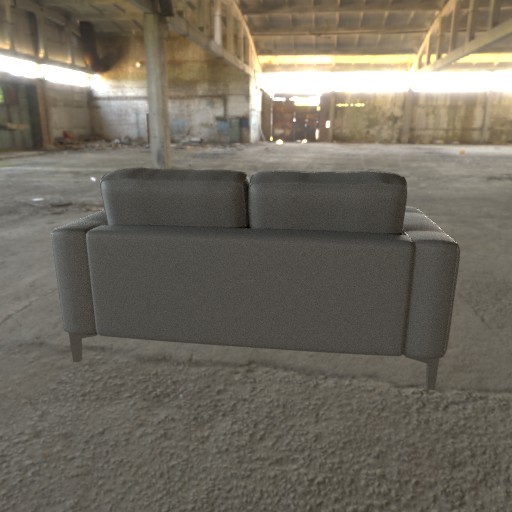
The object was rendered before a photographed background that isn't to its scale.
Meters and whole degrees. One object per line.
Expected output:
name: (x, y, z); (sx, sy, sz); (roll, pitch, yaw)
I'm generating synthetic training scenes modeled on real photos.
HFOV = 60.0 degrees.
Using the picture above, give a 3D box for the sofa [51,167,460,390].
sofa: (0.000, 0.000, 2.230); (1.726, 0.893, 0.833); (2, 17, 8)
